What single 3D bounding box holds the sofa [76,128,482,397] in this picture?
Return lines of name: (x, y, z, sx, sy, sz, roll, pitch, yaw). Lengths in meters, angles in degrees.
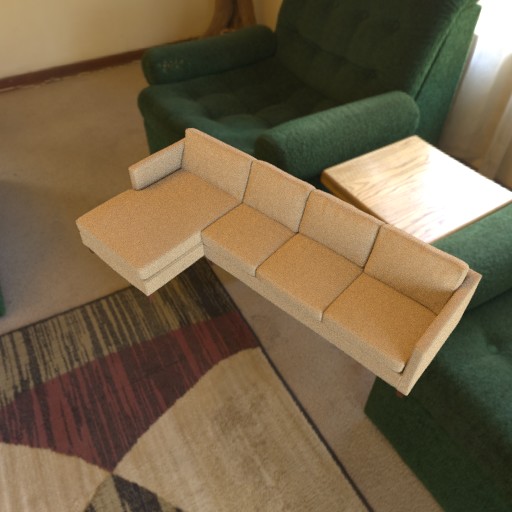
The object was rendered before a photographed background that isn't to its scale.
sofa: (0.000, 0.000, 3.849, 3.186, 0.846, 1.625, 33, 54, 28)
